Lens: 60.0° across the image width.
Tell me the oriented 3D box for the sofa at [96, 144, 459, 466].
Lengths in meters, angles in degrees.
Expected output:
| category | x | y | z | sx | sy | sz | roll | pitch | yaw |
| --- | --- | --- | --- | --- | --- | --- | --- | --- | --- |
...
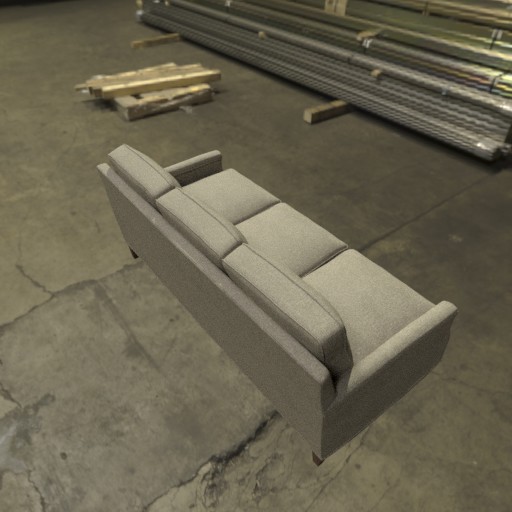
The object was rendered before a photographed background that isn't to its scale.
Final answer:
| category | x | y | z | sx | sy | sz | roll | pitch | yaw |
| --- | --- | --- | --- | --- | --- | --- | --- | --- | --- |
| sofa | 0.000 | 0.000 | 2.821 | 1.084 | 1.003 | 2.246 | -27 | 47 | -28 |
